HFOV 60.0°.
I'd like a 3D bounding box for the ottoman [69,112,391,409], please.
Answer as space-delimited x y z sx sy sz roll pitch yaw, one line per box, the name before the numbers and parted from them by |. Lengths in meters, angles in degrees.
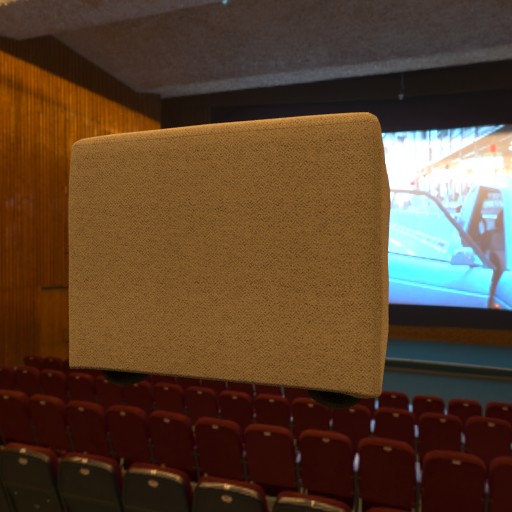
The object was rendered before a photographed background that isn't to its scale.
ottoman | 0.000 0.000 0.908 0.521 0.453 0.512 0 1 18
